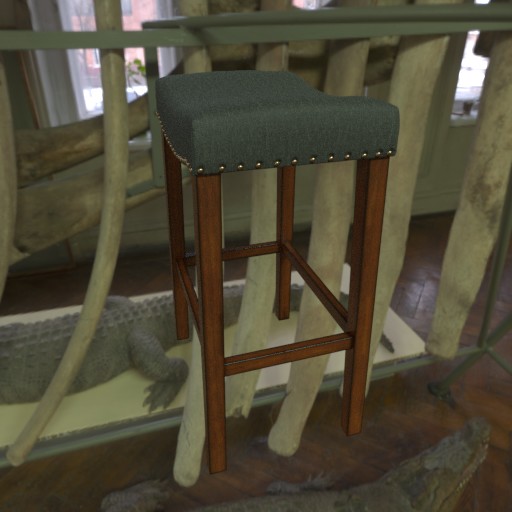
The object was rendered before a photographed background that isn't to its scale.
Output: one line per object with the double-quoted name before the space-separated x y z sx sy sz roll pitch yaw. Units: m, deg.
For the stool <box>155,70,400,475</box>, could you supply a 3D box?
"stool" 0.000 0.000 1.032 0.366 0.760 0.502 -9 30 -15
